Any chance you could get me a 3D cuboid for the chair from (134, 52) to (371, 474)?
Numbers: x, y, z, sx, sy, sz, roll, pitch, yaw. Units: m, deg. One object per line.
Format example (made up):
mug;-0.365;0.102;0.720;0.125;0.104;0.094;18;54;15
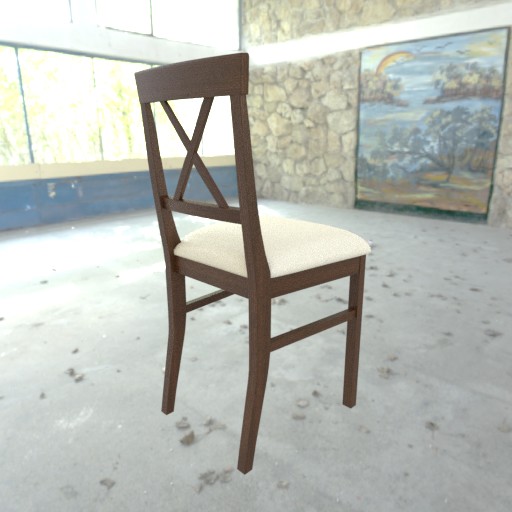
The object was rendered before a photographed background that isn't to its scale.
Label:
chair;0.000;0.000;1.189;0.480;0.913;0.440;-15;21;-43
